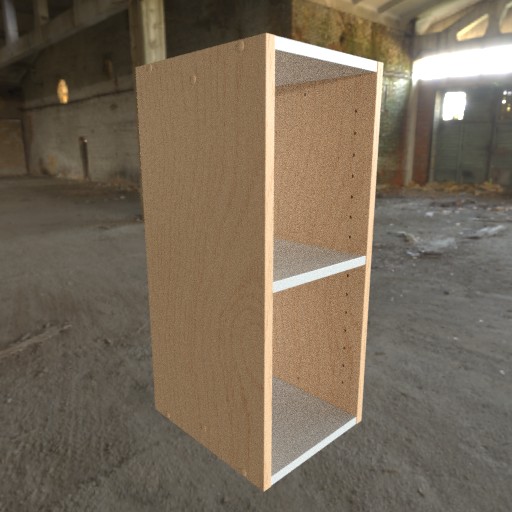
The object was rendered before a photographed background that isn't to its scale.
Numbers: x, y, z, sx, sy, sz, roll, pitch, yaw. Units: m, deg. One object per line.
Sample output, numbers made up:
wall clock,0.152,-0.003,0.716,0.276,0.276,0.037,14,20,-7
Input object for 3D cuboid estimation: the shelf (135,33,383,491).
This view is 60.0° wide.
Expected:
shelf,0.000,0.000,0.747,0.250,0.600,0.290,-12,18,-42
